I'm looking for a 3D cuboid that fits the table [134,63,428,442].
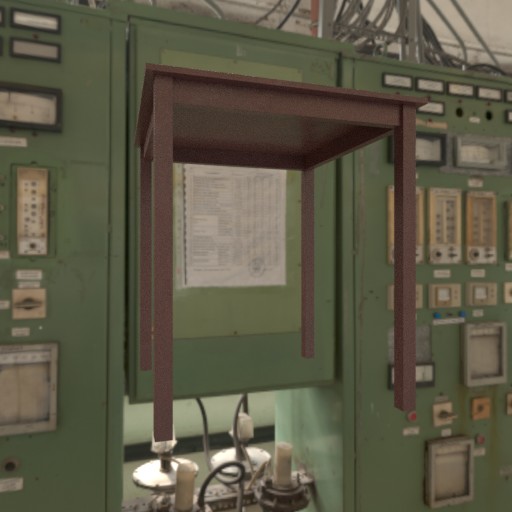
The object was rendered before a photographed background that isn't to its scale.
[{"bbox_3d":[0.000,0.000,1.674,0.861,0.991,0.861,0,0,-17],"label":"table"}]
